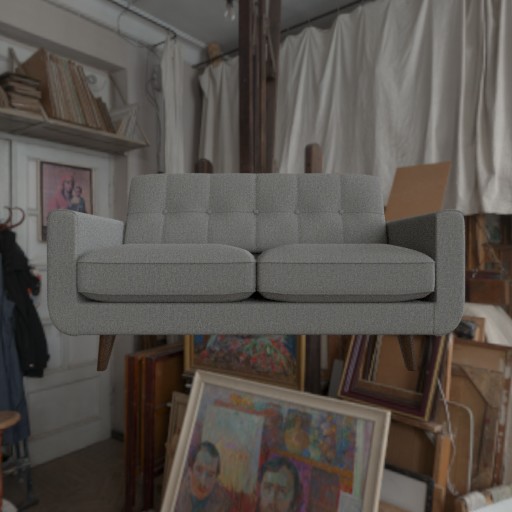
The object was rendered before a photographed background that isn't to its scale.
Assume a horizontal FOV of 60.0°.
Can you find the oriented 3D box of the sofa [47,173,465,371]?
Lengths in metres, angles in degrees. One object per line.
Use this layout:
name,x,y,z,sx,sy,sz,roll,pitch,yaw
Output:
sofa,0.000,0.000,2.185,1.651,0.925,0.952,0,0,0
